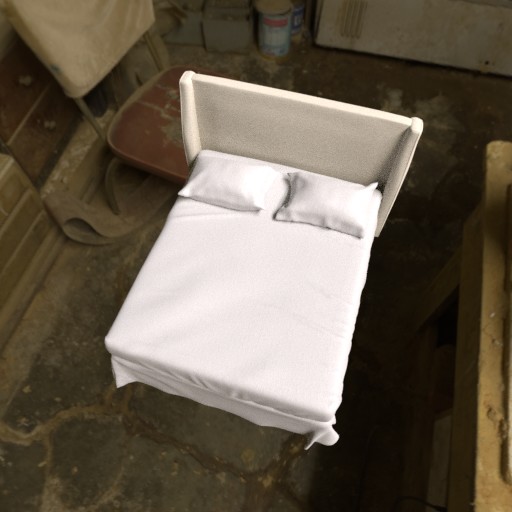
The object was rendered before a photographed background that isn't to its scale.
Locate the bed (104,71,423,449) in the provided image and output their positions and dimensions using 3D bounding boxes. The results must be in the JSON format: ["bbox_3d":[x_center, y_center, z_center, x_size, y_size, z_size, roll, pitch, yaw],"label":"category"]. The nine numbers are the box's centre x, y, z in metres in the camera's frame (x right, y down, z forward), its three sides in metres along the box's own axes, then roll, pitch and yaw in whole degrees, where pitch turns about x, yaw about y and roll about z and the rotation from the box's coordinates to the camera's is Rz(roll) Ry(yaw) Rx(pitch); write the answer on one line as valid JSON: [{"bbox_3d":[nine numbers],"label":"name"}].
[{"bbox_3d":[0.000,0.000,3.429,1.925,1.332,2.276,15,60,9],"label":"bed"}]
